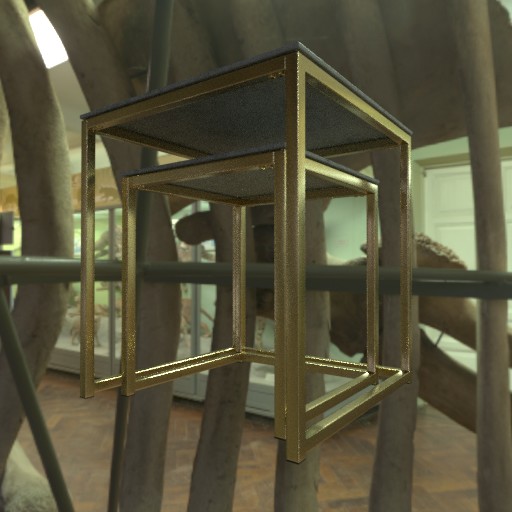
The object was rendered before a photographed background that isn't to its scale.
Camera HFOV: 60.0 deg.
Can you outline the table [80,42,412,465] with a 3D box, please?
[{"bbox_3d":[0.000,0.000,0.835,0.450,0.500,0.450,-1,-1,36],"label":"table"}]
